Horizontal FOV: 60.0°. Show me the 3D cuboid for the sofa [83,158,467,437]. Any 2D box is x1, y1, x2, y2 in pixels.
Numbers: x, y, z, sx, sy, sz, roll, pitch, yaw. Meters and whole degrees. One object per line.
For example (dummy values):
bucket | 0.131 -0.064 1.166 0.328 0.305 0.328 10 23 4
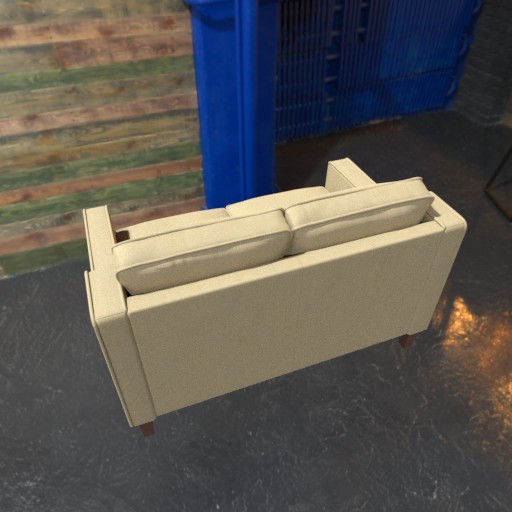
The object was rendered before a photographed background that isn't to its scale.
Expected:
sofa | 0.000 0.000 2.185 1.501 0.971 0.987 -14 43 -16
